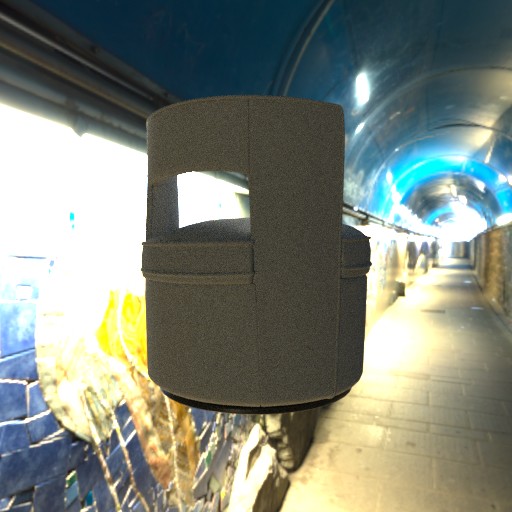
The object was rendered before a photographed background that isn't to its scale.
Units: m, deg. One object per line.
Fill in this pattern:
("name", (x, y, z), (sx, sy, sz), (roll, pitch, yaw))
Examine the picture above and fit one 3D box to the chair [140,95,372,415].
("chair", (0.000, 0.000, 1.285), (0.650, 0.723, 0.665), (1, 1, 34))
